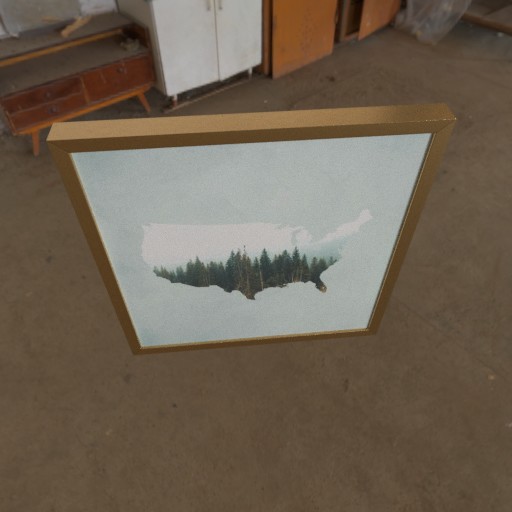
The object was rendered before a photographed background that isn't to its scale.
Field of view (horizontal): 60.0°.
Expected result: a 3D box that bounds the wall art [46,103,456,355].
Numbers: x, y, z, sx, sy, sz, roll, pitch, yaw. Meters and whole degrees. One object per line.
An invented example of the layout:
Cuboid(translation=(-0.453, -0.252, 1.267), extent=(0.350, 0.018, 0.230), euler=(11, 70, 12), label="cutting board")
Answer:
Cuboid(translation=(0.000, 0.000, 0.749), extent=(0.509, 0.509, 0.040), euler=(-4, 48, -4), label="wall art")
